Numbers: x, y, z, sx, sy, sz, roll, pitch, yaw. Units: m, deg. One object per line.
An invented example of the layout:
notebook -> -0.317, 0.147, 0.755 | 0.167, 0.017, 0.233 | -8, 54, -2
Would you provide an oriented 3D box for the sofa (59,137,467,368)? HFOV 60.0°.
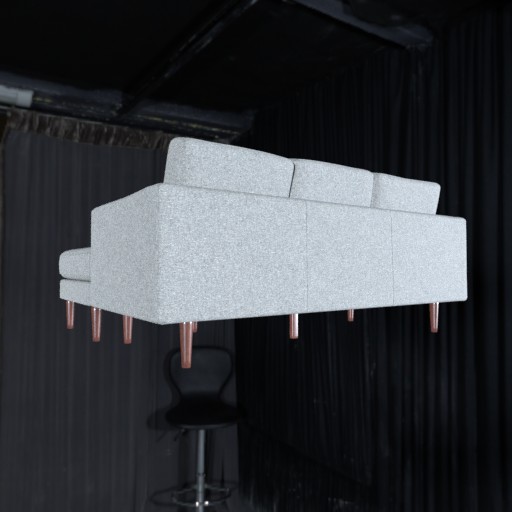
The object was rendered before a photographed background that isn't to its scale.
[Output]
sofa -> 0.000, 0.000, 2.853 | 2.055, 0.957, 1.667 | 1, -2, -35
